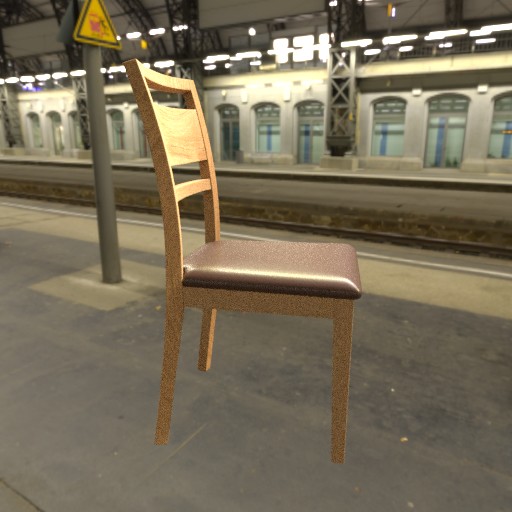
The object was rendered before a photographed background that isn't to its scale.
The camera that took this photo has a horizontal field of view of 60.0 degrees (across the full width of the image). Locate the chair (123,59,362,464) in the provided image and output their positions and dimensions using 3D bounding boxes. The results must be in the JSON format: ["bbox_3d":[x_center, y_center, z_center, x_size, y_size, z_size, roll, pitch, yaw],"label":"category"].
[{"bbox_3d":[0.000,0.000,1.199,0.545,0.940,0.420,3,15,10],"label":"chair"}]
